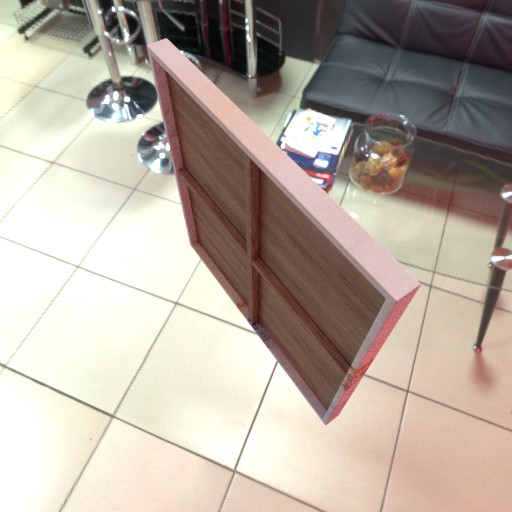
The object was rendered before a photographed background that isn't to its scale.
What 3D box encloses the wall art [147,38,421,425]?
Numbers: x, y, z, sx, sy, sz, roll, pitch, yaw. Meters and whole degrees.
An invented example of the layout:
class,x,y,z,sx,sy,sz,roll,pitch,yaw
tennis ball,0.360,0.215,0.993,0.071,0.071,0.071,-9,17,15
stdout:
class,x,y,z,sx,sy,sz,roll,pitch,yaw
wall art,0.000,0.000,1.557,0.071,1.061,1.061,-30,62,-18
